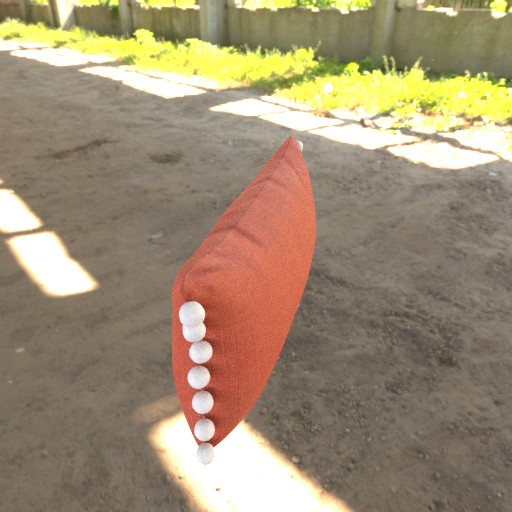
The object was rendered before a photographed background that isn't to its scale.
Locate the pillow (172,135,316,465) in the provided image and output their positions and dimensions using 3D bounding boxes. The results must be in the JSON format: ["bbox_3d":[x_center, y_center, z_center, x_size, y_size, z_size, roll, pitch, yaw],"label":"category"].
[{"bbox_3d":[0.000,0.000,0.843,0.201,0.322,0.709,8,31,13],"label":"pillow"}]
